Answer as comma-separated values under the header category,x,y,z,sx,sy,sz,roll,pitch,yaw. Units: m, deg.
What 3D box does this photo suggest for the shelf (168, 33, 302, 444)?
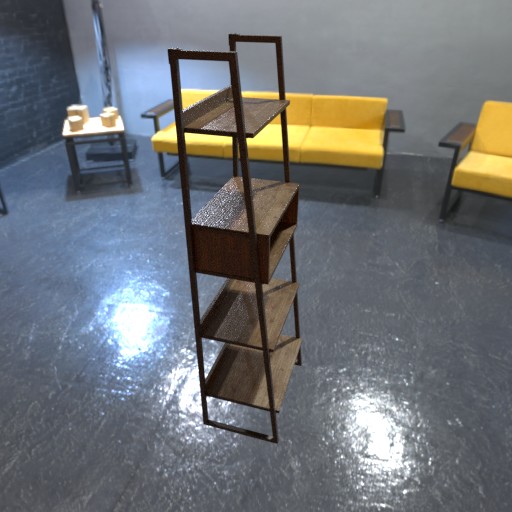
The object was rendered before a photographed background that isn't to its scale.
category,x,y,z,sx,sy,sz,roll,pitch,yaw
shelf,0.000,0.000,2.287,0.454,2.005,0.652,9,32,15
